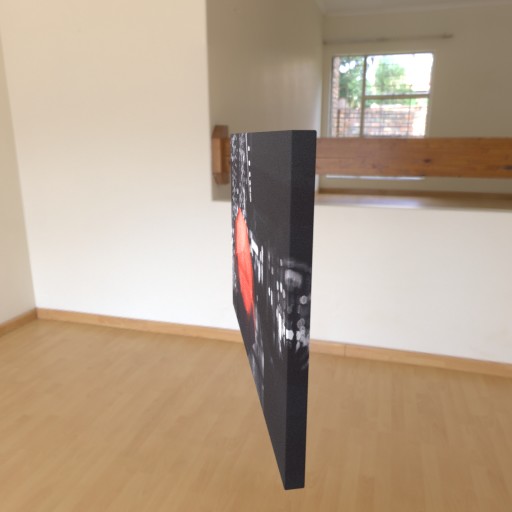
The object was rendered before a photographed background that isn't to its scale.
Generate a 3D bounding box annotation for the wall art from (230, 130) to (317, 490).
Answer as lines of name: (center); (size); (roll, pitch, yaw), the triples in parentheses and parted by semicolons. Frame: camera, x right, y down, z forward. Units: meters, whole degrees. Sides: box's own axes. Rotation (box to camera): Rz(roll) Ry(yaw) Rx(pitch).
wall art: (0.000, 0.000, 1.137); (0.038, 0.609, 0.914); (-2, 15, -8)
